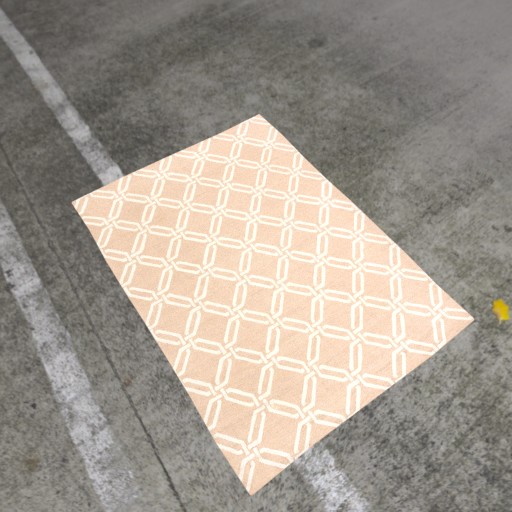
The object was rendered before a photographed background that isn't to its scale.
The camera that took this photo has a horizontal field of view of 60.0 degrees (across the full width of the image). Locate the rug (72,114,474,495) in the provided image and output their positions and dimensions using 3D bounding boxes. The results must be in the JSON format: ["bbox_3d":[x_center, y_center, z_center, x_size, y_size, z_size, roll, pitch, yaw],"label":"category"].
[{"bbox_3d":[0.000,0.000,4.311,2.452,0.020,3.365,-30,62,-18],"label":"rug"}]
